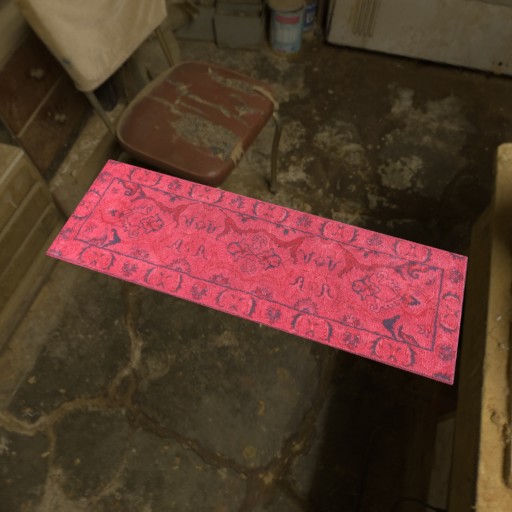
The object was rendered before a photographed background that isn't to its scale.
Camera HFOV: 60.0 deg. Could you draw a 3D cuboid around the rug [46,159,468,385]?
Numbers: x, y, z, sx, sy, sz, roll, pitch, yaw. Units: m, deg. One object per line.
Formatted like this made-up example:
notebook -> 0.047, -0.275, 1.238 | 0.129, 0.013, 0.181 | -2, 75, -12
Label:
rug -> 0.000, 0.000, 2.698 | 2.439, 0.018, 0.813 | 16, 61, 9
